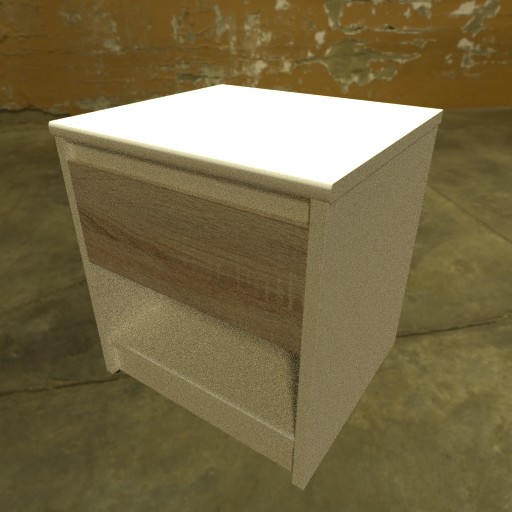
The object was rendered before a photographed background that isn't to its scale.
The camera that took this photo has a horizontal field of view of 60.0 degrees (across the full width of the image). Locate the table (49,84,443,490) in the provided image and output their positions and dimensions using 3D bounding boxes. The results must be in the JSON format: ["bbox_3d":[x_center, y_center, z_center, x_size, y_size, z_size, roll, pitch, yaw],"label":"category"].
[{"bbox_3d":[0.000,0.000,0.744,0.420,0.460,0.380,19,35,29],"label":"table"}]
